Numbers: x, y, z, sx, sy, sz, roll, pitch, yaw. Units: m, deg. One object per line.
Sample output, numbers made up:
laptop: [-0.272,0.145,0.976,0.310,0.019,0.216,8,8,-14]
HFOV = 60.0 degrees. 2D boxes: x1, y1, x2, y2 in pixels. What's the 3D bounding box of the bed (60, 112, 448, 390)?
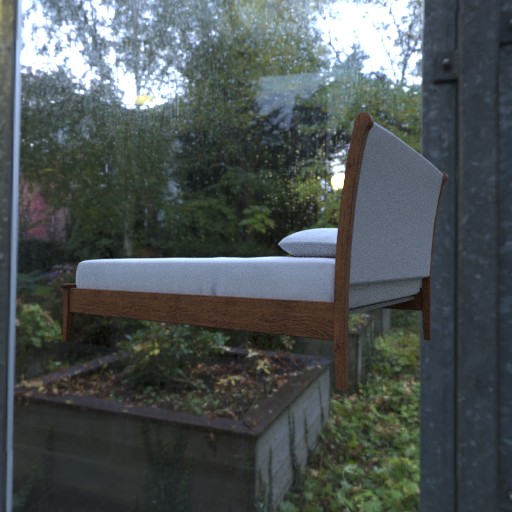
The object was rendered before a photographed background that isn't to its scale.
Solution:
bed: [0.000,0.000,2.947,2.108,1.135,1.502,-1,-1,35]
